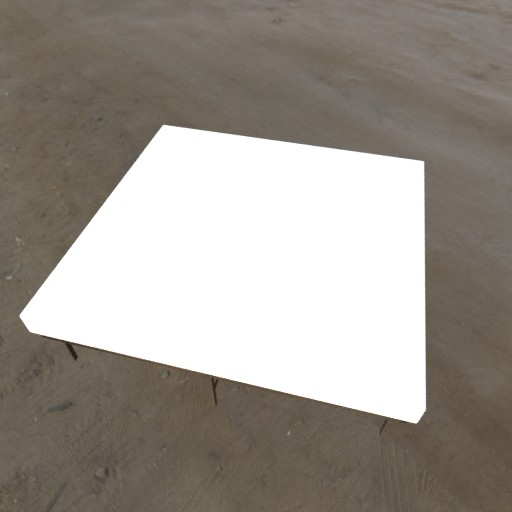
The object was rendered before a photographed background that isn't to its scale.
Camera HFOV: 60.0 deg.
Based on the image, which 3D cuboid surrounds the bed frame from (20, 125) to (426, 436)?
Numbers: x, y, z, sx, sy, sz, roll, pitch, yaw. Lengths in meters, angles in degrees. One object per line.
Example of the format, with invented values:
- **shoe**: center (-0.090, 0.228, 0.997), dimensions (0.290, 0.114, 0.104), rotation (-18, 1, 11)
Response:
- **bed frame**: center (0.000, 0.000, 2.956), dimensions (2.032, 0.559, 1.930), rotation (11, 48, 10)
